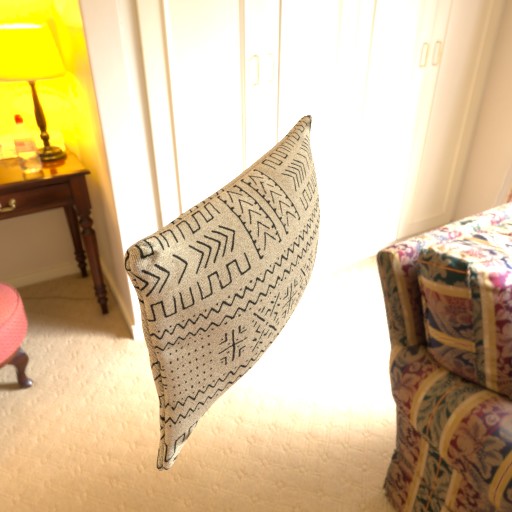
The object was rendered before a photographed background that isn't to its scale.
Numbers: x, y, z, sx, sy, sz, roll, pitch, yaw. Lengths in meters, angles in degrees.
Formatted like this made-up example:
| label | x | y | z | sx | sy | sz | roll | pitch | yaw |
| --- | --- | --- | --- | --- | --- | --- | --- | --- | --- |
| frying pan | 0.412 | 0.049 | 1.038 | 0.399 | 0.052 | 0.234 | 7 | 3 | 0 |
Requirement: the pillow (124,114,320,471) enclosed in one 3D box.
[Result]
| label | x | y | z | sx | sy | sz | roll | pitch | yaw |
| --- | --- | --- | --- | --- | --- | --- | --- | --- | --- |
| pillow | 0.000 | 0.000 | 0.768 | 0.188 | 0.352 | 0.637 | 12 | 32 | 19 |
